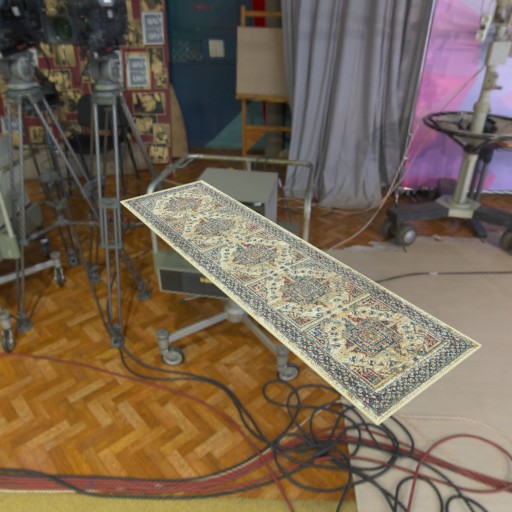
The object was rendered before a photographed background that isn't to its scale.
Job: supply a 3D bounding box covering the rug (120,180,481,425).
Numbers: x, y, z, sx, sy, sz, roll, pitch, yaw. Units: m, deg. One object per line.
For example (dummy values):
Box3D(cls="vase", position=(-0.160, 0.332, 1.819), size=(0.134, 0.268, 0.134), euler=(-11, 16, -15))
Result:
Box3D(cls="rug", position=(0.000, 0.000, 2.483), size=(0.661, 0.013, 2.297), euler=(-21, 37, -31))
